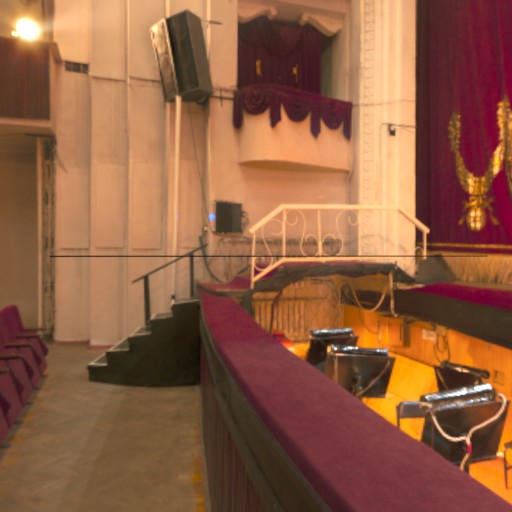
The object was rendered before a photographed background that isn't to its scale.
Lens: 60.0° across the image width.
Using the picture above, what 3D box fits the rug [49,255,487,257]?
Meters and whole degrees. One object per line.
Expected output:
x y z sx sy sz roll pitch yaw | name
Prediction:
0.000 0.000 2.302 1.819 0.005 1.200 0 0 -18 | rug
